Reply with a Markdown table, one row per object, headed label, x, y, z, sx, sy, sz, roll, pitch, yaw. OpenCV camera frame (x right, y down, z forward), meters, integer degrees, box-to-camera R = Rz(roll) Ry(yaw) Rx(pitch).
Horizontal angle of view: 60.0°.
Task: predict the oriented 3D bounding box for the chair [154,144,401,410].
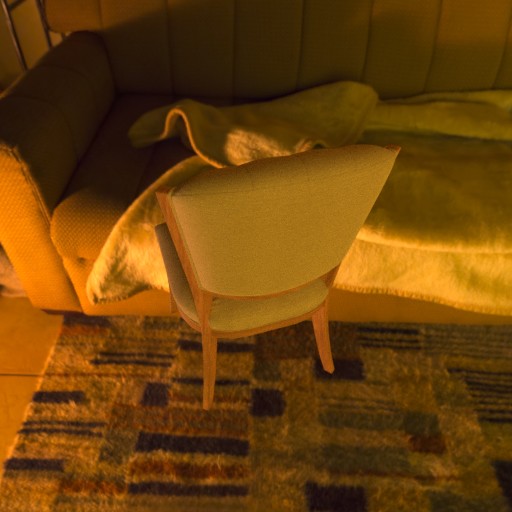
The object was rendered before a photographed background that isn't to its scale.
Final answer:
| label | x | y | z | sx | sy | sz | roll | pitch | yaw |
| --- | --- | --- | --- | --- | --- | --- | --- | --- | --- |
| chair | 0.000 | 0.000 | 1.256 | 0.513 | 0.905 | 0.584 | -13 | 44 | -13 |
